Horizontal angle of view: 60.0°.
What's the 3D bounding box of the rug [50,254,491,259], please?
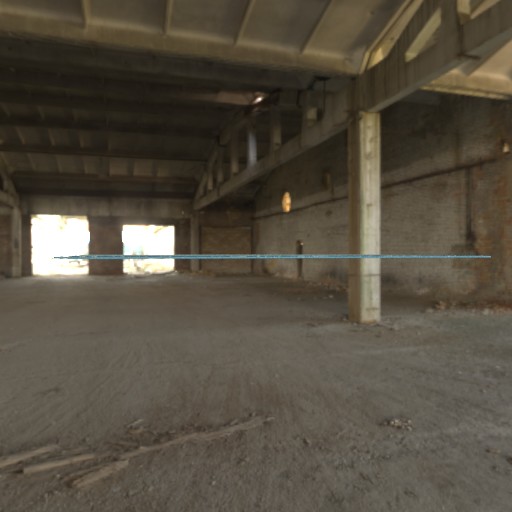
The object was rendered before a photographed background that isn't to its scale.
[{"bbox_3d":[0.000,0.000,2.830,2.205,0.012,1.554,0,0,-18],"label":"rug"}]
